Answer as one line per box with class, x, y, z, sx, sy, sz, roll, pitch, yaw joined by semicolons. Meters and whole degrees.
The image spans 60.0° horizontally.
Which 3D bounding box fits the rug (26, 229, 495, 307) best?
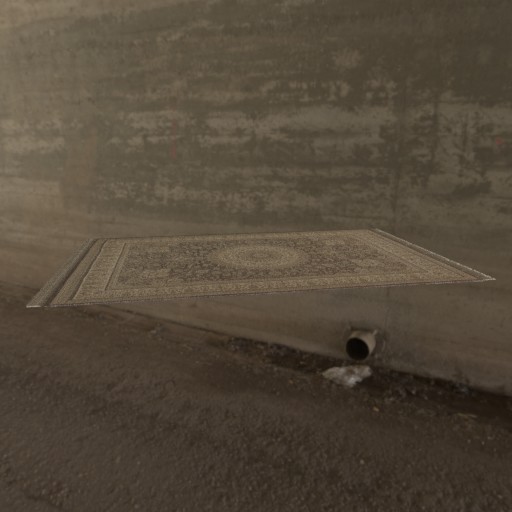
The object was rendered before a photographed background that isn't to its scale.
rug;0.000;0.000;2.977;2.440;0.010;1.528;-3;15;-10
